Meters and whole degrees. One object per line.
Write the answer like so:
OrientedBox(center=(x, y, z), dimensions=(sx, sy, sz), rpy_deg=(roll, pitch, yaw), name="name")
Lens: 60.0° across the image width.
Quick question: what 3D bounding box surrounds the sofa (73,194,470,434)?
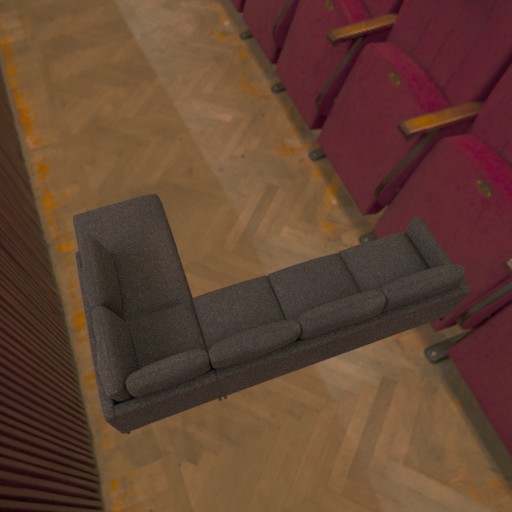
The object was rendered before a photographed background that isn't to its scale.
OrientedBox(center=(0.000, 0.000, 3.894), dimensions=(2.949, 0.815, 2.007), rpy_deg=(-17, 60, -10), name="sofa")
